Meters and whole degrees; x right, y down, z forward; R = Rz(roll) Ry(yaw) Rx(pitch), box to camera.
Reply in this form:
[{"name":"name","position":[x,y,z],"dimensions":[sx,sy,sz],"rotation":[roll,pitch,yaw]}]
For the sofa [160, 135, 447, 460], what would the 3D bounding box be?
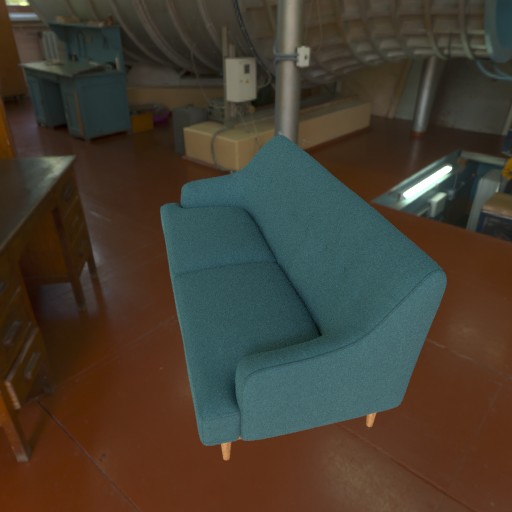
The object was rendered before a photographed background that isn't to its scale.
[{"name":"sofa","position":[0.000,0.000,2.558],"dimensions":[0.978,0.871,2.057],"rotation":[-7,31,-13]}]
